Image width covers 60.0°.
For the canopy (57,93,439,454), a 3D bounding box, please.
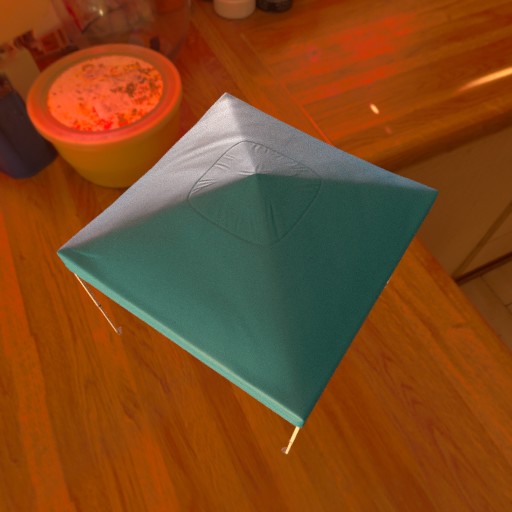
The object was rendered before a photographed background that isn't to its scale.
[{"bbox_3d":[0.000,0.000,5.413,2.998,2.997,2.996,30,64,17],"label":"canopy"}]
